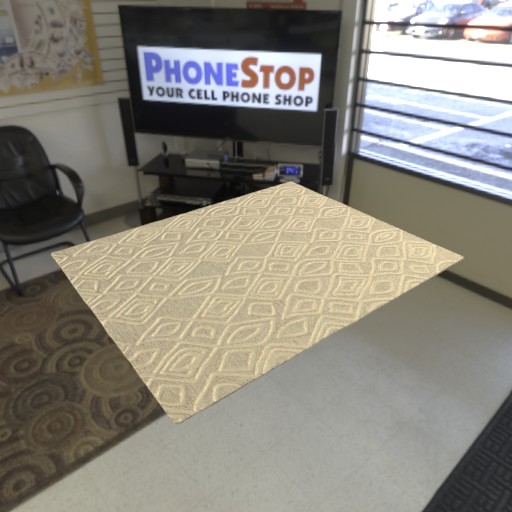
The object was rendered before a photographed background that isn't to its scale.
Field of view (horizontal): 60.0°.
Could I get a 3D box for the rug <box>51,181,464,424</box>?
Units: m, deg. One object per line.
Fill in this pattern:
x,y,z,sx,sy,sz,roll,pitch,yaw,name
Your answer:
0.000,0.000,4.166,3.049,0.025,2.449,-22,37,-32,rug
